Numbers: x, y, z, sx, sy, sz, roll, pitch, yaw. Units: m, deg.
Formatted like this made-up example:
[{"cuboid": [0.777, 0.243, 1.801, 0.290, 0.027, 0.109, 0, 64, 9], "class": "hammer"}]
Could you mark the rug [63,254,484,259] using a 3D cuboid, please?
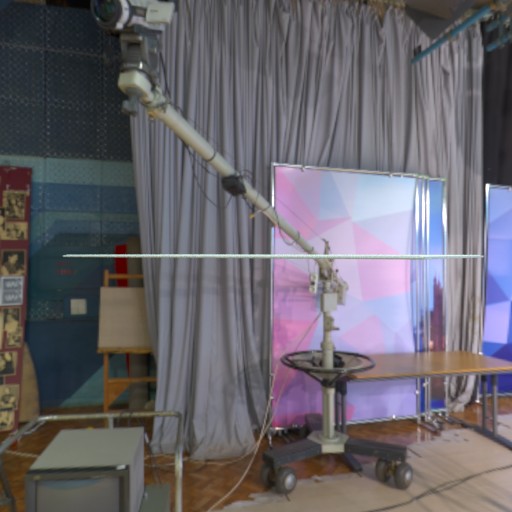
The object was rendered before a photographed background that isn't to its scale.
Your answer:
[{"cuboid": [0.000, 0.000, 1.420, 1.219, 0.007, 0.604, 0, 0, 36], "class": "rug"}]
